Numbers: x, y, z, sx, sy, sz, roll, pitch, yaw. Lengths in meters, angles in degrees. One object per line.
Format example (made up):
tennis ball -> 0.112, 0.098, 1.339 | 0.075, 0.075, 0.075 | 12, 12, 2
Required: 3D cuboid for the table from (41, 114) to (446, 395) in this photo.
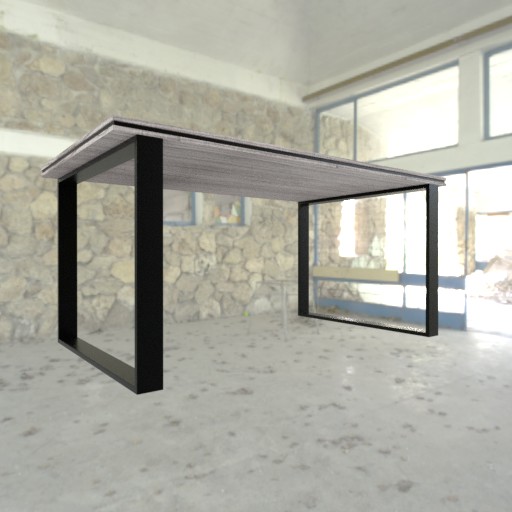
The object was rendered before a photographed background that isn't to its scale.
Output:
table -> 0.000, 0.000, 1.967 | 1.579, 0.736, 0.881 | 0, 0, -37
